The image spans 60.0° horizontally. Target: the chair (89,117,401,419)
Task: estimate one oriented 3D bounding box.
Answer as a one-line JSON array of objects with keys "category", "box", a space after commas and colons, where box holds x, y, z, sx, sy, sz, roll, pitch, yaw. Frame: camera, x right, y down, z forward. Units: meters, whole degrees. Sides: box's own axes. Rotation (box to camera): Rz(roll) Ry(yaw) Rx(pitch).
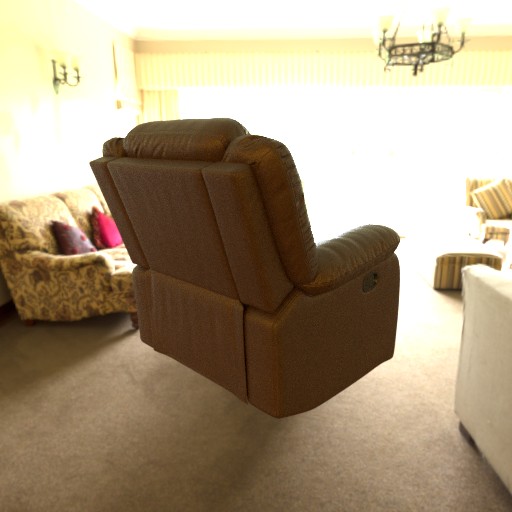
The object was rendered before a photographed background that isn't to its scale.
[{"category": "chair", "box": [0.000, 0.000, 1.735, 0.899, 1.009, 0.934, 14, 20, 43]}]
